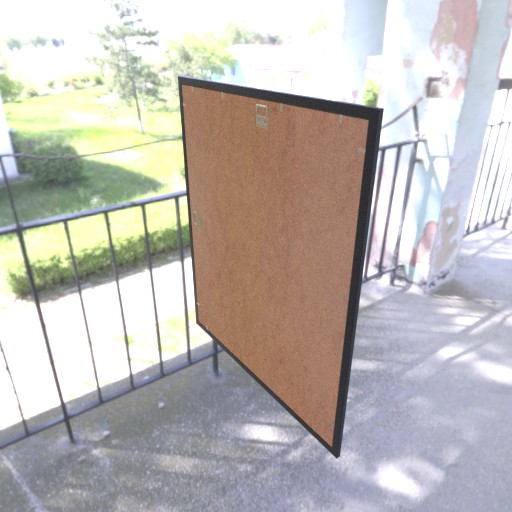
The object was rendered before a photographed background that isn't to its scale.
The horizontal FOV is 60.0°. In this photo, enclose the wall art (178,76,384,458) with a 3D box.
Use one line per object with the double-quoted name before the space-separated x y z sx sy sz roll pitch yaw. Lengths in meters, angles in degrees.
"wall art" 0.000 0.000 0.925 0.018 0.660 0.559 -18 32 -32
